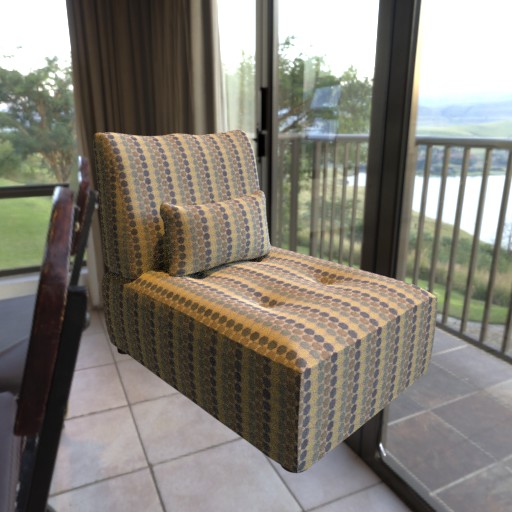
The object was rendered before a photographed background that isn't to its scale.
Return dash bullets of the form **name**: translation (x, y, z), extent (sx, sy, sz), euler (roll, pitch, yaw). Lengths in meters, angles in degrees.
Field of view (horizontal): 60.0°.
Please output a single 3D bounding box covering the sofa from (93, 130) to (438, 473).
- **sofa**: translation (0.000, 0.000, 1.527), extent (0.700, 0.820, 1.000), euler (-16, 23, -42)
